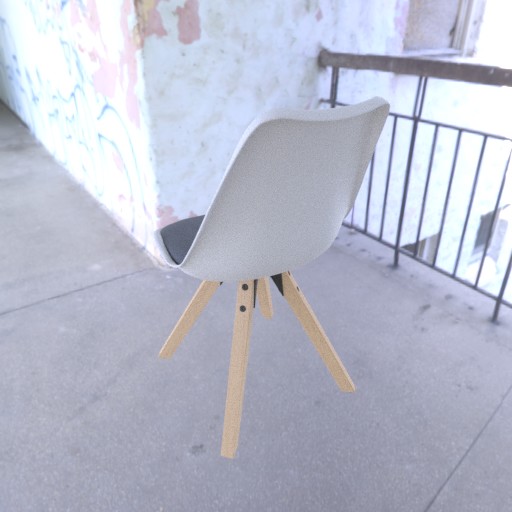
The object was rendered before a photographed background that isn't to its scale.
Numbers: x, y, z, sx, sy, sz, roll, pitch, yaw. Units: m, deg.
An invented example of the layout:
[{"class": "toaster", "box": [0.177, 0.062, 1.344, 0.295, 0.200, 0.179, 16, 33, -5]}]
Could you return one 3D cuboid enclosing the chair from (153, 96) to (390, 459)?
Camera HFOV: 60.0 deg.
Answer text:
[{"class": "chair", "box": [0.000, 0.000, 1.167, 0.485, 0.850, 0.550, -17, 33, -28]}]
